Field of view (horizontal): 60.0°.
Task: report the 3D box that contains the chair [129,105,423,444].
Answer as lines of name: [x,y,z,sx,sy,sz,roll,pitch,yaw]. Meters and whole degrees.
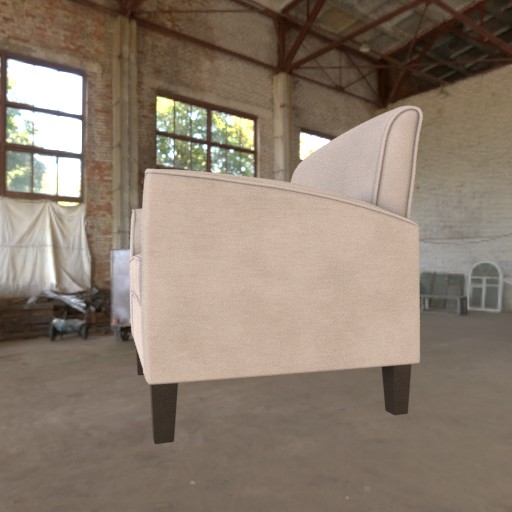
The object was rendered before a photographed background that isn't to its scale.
chair: [0.000,0.000,1.528,0.821,0.915,0.820,0,-2,-18]
